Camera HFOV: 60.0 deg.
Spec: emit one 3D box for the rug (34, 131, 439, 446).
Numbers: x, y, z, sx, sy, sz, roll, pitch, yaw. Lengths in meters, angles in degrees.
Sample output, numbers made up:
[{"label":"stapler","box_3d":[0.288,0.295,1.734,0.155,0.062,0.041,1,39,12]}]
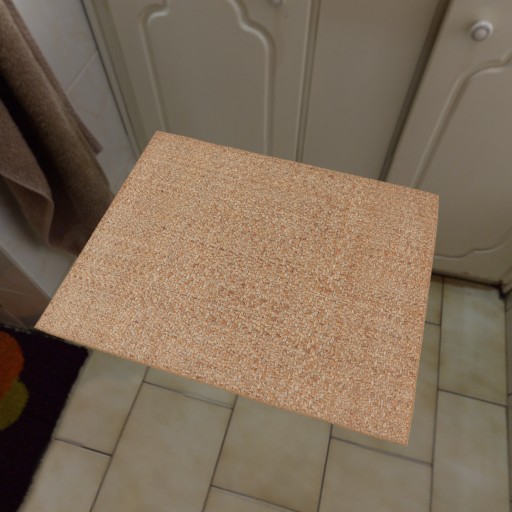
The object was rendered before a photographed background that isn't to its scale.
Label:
[{"label":"rug","box_3d":[0.000,0.000,3.987,3.048,0.013,2.439,15,59,9]}]
